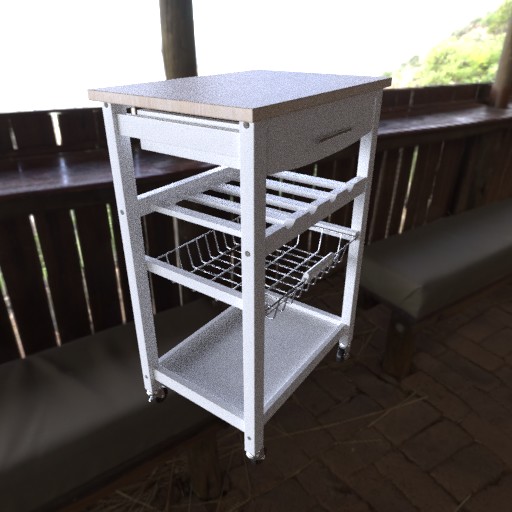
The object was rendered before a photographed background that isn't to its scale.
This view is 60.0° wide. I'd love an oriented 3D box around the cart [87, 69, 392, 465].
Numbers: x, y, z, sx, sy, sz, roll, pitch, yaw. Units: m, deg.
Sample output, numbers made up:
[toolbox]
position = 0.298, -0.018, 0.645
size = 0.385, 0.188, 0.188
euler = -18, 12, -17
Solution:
[cart]
position = 0.000, 0.000, 1.171
size = 0.406, 0.857, 0.578
euler = 18, 32, 31
